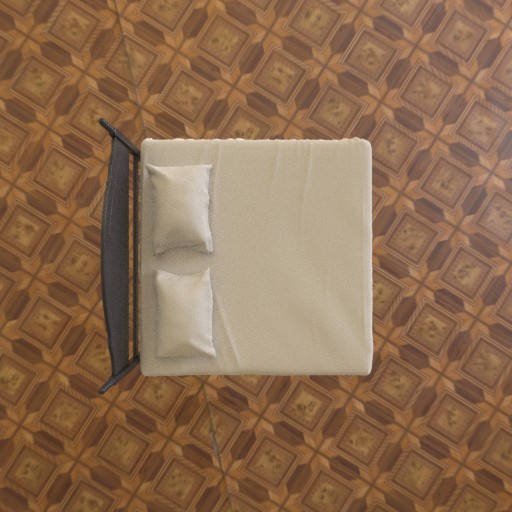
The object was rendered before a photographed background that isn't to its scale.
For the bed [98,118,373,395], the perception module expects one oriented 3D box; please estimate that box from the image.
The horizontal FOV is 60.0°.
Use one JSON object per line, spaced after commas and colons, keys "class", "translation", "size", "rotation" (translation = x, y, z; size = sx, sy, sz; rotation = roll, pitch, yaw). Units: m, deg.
{"class": "bed", "translation": [0.000, 0.000, 3.723], "size": [2.219, 1.355, 2.322], "rotation": [0, 90, 0]}
